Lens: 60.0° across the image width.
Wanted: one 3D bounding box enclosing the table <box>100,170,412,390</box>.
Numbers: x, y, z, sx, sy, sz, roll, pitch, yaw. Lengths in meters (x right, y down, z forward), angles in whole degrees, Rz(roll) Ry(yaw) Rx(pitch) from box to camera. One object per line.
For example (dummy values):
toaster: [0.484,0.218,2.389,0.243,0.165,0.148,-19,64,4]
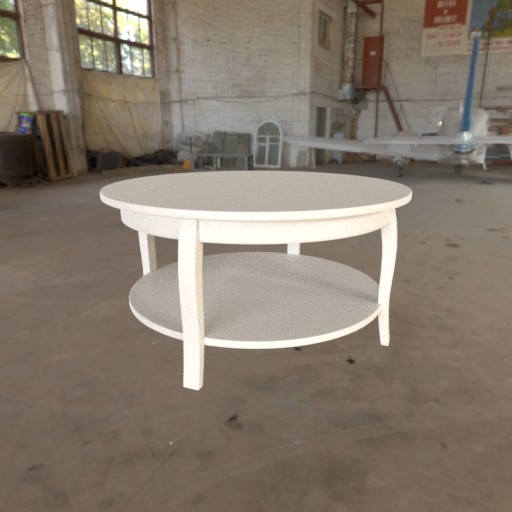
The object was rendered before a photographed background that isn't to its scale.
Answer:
table: [0.000,0.000,1.427,0.910,0.457,0.910,0,16,0]
